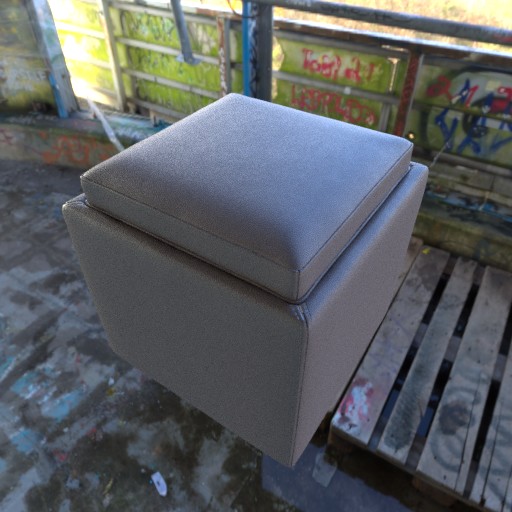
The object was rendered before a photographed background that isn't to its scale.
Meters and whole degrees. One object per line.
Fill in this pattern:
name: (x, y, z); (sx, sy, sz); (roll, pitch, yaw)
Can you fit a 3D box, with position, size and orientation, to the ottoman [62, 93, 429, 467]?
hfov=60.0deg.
ottoman: (0.000, 0.000, 0.826); (0.450, 0.460, 0.451); (24, 47, 25)
